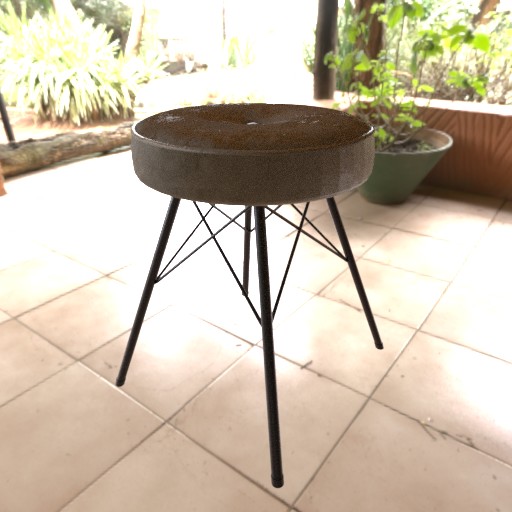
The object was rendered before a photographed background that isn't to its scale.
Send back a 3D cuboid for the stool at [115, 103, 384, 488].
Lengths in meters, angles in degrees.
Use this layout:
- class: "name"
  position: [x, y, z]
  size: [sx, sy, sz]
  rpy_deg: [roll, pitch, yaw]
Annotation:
- class: "stool"
  position: [0.000, 0.000, 0.871]
  size: [0.423, 0.538, 0.457]
  rpy_deg: [18, 32, 32]
